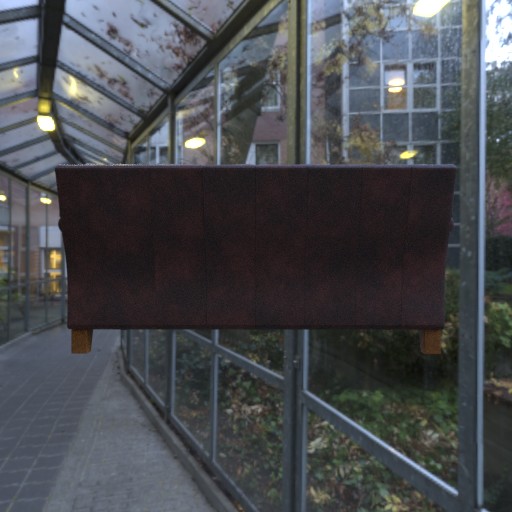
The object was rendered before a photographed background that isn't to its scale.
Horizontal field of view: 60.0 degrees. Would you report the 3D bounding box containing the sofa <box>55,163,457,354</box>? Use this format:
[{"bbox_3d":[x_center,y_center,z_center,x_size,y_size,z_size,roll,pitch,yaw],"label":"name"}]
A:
[{"bbox_3d":[0.000,0.000,2.780,2.144,1.071,1.147,0,-1,0],"label":"sofa"}]
